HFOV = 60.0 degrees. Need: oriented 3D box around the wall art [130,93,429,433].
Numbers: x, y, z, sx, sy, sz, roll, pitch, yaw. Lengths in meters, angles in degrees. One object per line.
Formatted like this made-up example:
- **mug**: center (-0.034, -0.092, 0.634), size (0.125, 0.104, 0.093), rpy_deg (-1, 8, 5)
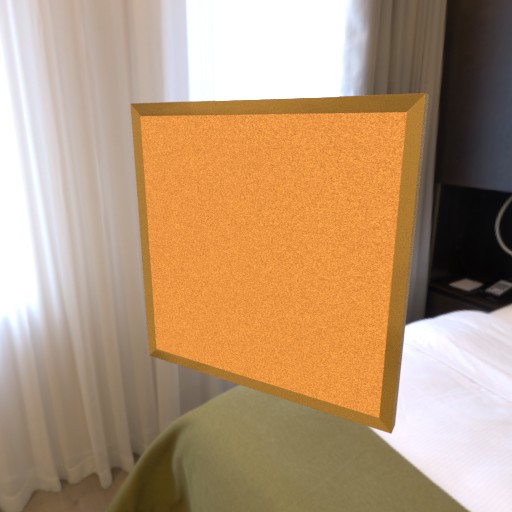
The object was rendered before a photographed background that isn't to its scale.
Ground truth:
- **wall art**: center (0.000, 0.000, 1.144), size (0.762, 0.762, 0.038), rpy_deg (9, 19, 28)
